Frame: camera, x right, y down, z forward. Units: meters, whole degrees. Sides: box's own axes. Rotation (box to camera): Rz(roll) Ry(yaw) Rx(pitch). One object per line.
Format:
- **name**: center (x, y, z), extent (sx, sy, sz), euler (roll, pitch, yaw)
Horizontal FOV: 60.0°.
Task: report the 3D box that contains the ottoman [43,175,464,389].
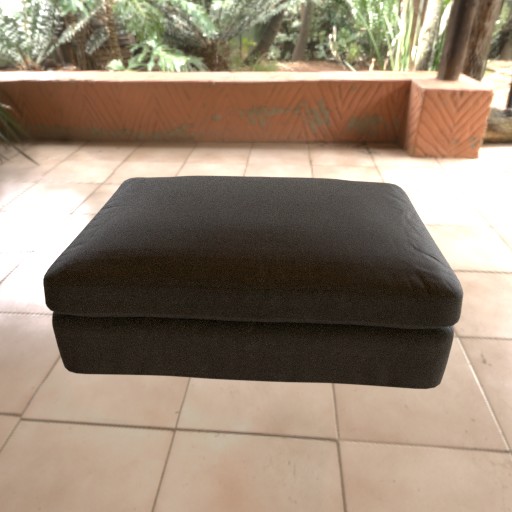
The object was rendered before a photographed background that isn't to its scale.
- **ottoman**: center (0.000, 0.000, 1.605), extent (1.199, 0.429, 0.840), euler (2, 31, 3)
